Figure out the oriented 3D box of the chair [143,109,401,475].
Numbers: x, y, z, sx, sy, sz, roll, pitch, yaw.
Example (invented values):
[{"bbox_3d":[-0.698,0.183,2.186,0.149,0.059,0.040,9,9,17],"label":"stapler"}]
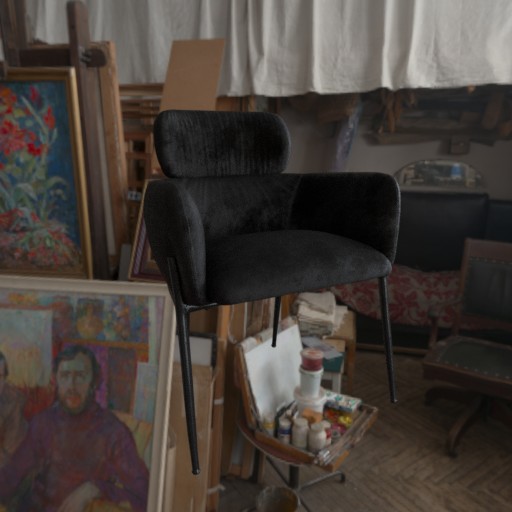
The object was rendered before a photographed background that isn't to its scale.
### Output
[{"bbox_3d":[0.000,0.000,1.273,0.640,0.818,0.604,-8,17,-26],"label":"chair"}]
